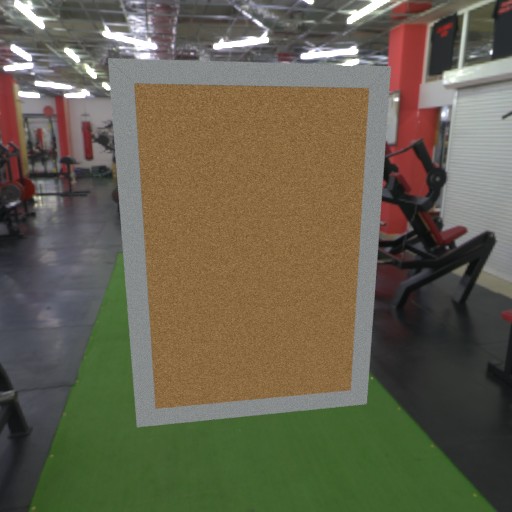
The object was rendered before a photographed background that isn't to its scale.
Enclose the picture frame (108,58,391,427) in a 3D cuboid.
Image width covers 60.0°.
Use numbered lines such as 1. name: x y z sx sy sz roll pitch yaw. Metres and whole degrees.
1. picture frame: 0.000 0.000 0.568 0.326 0.459 0.011 -2 15 -9
